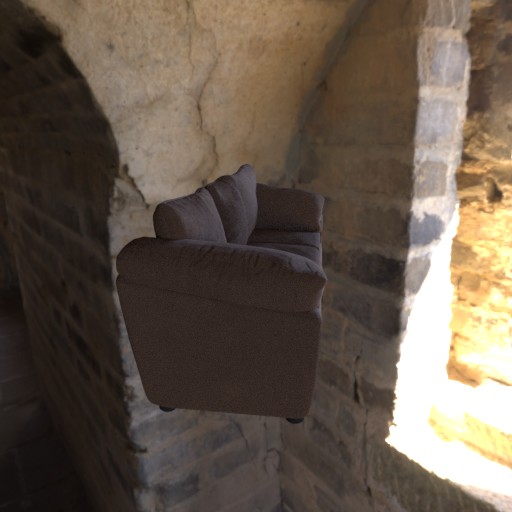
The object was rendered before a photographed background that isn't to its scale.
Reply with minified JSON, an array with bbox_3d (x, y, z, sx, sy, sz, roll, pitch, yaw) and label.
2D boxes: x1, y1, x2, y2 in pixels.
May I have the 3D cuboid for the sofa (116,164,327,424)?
[{"bbox_3d":[0.000,0.000,2.885,0.878,1.015,2.336,2,16,8],"label":"sofa"}]
